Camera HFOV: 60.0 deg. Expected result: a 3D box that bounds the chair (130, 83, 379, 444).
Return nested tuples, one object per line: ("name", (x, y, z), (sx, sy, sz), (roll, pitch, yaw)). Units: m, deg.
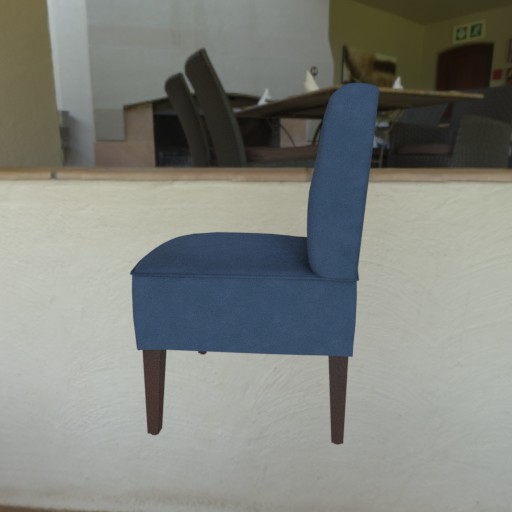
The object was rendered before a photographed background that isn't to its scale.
("chair", (0.000, 0.000, 1.182), (0.551, 0.806, 0.521), (2, 13, 8))
